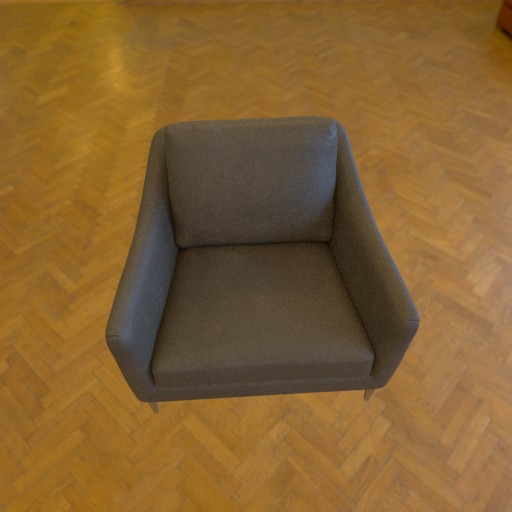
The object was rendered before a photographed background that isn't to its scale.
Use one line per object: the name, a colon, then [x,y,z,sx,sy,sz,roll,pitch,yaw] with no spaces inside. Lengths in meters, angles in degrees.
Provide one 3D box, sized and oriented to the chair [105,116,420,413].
chair: [0.000,0.000,1.786,0.988,0.901,0.961,-3,46,-2]
